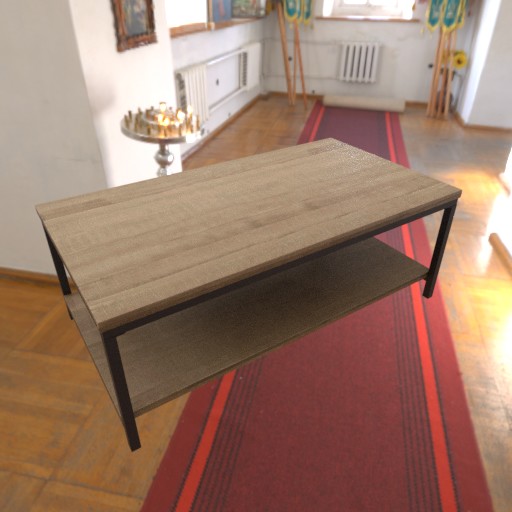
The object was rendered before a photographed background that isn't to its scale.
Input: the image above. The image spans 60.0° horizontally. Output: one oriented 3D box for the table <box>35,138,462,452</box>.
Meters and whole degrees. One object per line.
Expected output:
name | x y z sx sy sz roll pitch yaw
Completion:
table | 0.000 0.000 1.353 1.062 0.393 0.574 -20 38 -27
